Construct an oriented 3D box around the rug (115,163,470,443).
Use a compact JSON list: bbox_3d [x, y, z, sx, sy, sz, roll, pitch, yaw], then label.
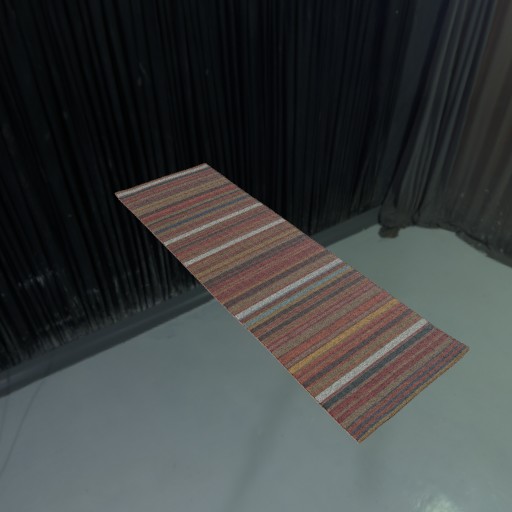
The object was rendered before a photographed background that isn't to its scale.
[{"bbox_3d":[0.000,0.000,2.746,0.799,0.030,2.444,-26,46,-28],"label":"rug"}]
